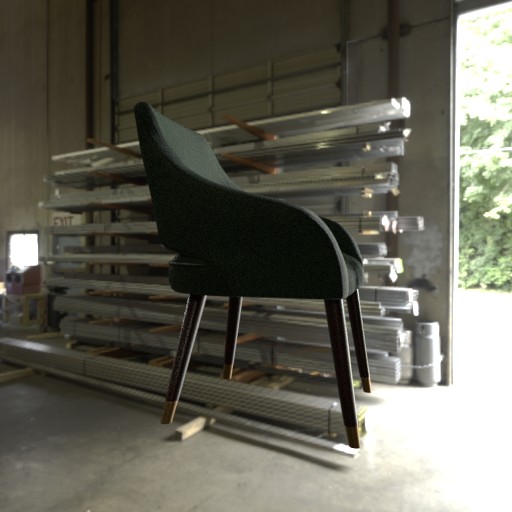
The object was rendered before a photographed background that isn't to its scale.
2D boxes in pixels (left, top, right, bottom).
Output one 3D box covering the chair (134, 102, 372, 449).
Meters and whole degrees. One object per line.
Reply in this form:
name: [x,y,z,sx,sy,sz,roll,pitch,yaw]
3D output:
chair: [0.000,0.000,1.625,0.794,1.081,0.683,0,0,18]
